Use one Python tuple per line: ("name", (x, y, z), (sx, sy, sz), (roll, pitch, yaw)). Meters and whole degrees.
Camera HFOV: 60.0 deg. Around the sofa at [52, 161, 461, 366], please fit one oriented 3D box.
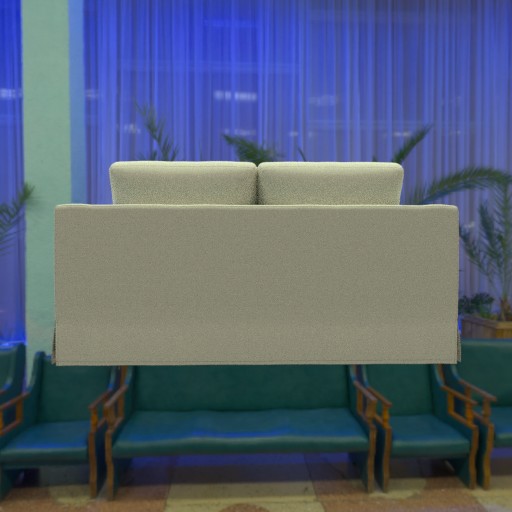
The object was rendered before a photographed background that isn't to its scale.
("sofa", (0.000, 0.000, 2.429), (1.813, 0.932, 1.009), (0, 1, -1))
